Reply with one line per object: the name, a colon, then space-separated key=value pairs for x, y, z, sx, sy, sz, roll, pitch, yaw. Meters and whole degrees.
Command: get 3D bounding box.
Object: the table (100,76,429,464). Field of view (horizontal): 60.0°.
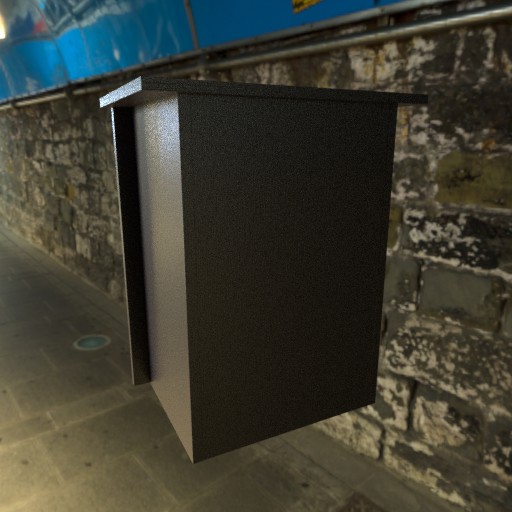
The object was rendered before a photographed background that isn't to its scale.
table: x=0.000 y=0.000 z=1.048 sx=0.589 sy=0.711 sz=0.408 roll=-7 pitch=16 yaw=-26
